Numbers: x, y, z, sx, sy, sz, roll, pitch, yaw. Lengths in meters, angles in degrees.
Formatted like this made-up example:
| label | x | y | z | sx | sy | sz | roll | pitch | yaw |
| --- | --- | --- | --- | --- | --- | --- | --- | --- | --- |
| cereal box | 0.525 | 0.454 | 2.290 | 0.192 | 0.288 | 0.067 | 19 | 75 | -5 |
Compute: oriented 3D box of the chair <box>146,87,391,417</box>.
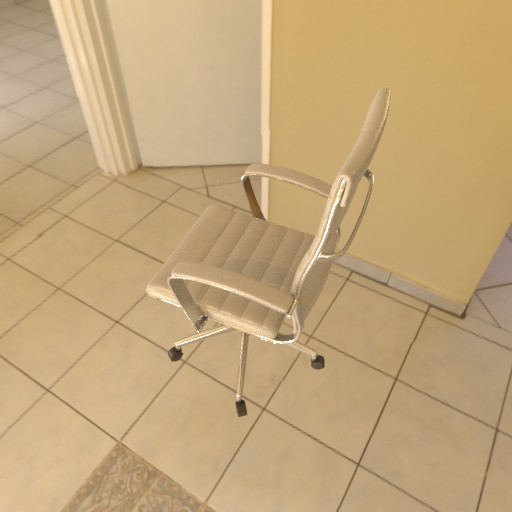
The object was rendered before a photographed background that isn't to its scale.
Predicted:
| label | x | y | z | sx | sy | sz | roll | pitch | yaw |
| --- | --- | --- | --- | --- | --- | --- | --- | --- | --- |
| chair | 0.000 | 0.000 | 1.564 | 0.667 | 1.149 | 0.679 | 17 | 48 | 15 |
